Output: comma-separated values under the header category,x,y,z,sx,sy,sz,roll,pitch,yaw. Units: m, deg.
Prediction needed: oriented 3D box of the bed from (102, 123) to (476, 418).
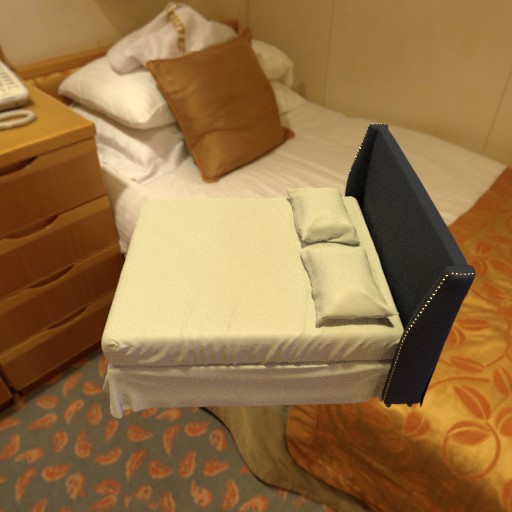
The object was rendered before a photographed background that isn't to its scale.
category,x,y,z,sx,sy,sz,roll,pitch,yaw
bed,0.000,0.000,3.416,2.276,1.332,1.925,-1,40,-1
